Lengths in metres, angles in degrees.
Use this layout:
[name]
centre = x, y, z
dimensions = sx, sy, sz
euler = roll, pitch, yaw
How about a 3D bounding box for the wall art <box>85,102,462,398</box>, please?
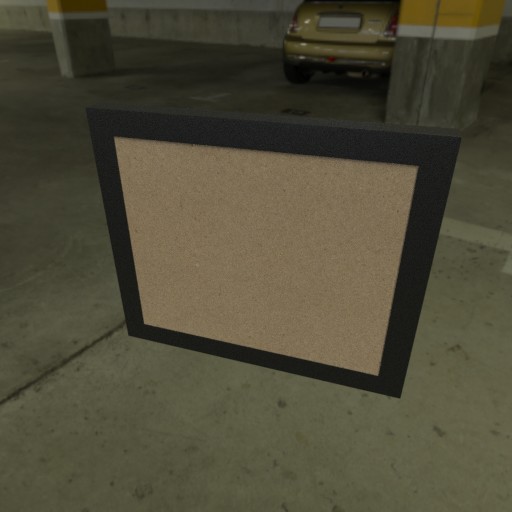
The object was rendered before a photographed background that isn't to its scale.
[wall art]
centre = 0.000, 0.000, 0.523
dimensions = 0.381, 0.321, 0.028
euler = 9, 32, 15
